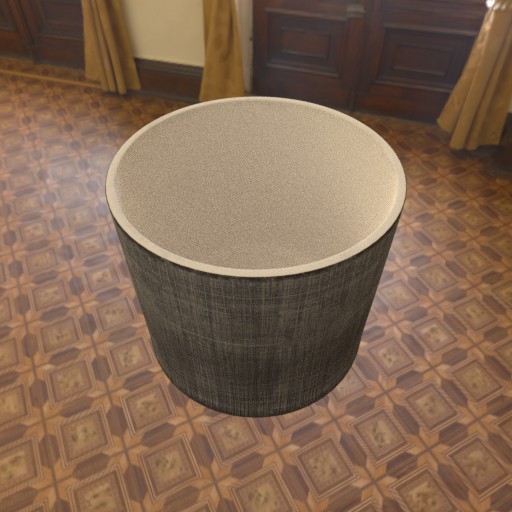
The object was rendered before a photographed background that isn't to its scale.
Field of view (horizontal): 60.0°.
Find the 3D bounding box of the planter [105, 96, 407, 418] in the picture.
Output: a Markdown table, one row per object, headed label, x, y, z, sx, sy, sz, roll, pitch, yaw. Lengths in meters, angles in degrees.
| label | x | y | z | sx | sy | sz | roll | pitch | yaw |
| --- | --- | --- | --- | --- | --- | --- | --- | --- | --- |
| planter | 0.000 | 0.000 | 0.325 | 0.178 | 0.157 | 0.178 | 0 | 46 | 0 |
